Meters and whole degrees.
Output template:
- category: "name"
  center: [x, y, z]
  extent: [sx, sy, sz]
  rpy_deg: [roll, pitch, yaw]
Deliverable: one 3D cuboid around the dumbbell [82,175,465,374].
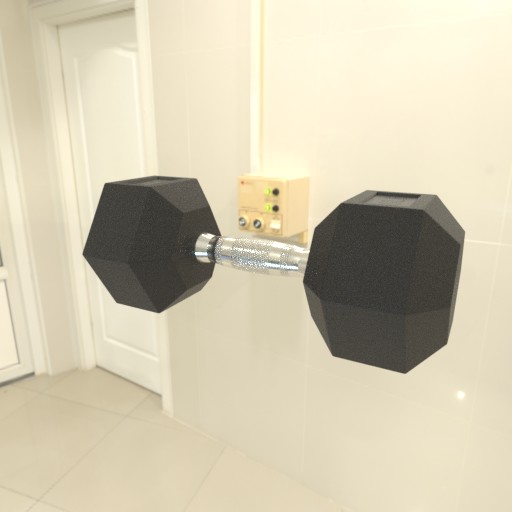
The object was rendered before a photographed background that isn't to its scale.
- category: "dumbbell"
  center: [0.000, 0.000, 0.404]
  extent: [0.337, 0.123, 0.142]
  rpy_deg: [9, 19, 27]
